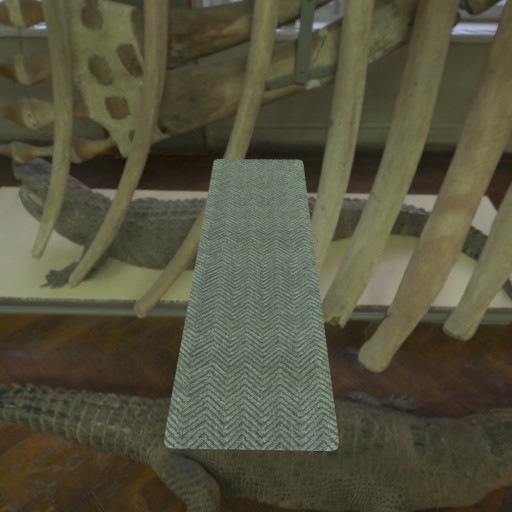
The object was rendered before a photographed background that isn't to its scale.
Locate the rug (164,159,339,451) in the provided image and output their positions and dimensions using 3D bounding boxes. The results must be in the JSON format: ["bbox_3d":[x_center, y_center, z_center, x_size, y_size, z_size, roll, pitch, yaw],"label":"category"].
[{"bbox_3d":[0.000,0.000,2.579,0.686,0.008,2.286,1,41,1],"label":"rug"}]
